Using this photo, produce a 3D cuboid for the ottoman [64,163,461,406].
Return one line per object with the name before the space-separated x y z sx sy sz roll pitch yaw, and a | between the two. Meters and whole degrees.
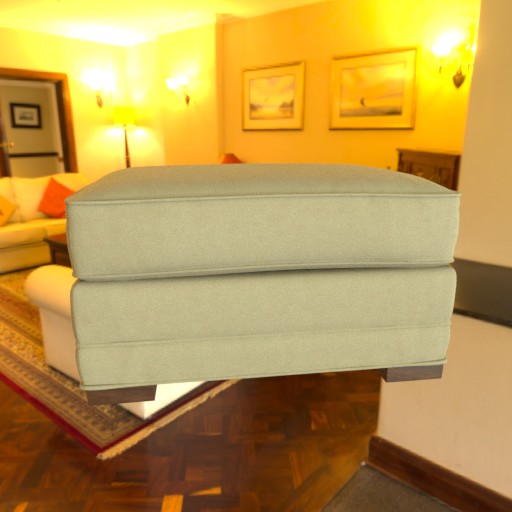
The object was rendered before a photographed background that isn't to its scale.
ottoman | 0.000 0.000 1.202 0.848 0.482 0.611 -2 15 -8
